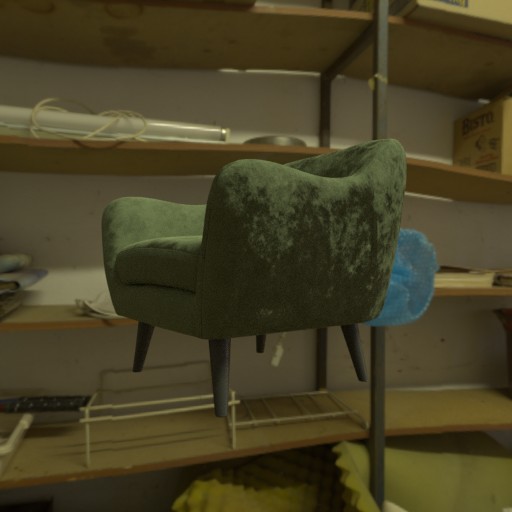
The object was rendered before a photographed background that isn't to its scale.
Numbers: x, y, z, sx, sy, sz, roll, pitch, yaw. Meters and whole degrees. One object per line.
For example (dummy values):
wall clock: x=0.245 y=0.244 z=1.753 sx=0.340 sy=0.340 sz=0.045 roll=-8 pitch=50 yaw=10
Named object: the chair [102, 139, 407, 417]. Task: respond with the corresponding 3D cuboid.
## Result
chair: x=0.000 y=0.000 z=1.515 sx=0.819 sy=0.804 sz=0.840 roll=0 pitch=-1 yaw=-37
